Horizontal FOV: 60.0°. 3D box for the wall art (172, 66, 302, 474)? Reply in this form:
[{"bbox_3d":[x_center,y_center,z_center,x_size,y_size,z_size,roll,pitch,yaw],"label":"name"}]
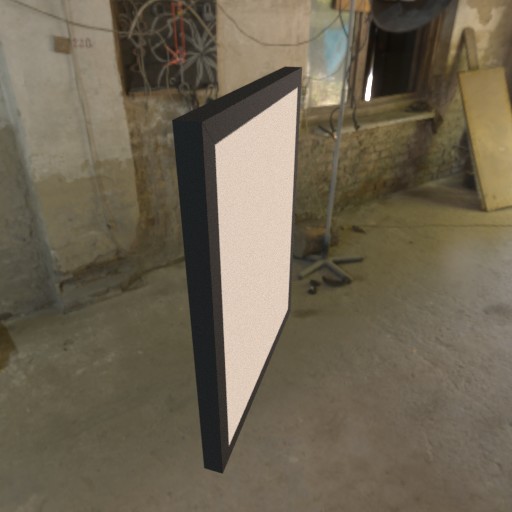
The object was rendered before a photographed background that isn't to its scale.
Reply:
[{"bbox_3d":[0.000,0.000,0.557,0.024,0.404,0.329,9,31,15],"label":"wall art"}]
